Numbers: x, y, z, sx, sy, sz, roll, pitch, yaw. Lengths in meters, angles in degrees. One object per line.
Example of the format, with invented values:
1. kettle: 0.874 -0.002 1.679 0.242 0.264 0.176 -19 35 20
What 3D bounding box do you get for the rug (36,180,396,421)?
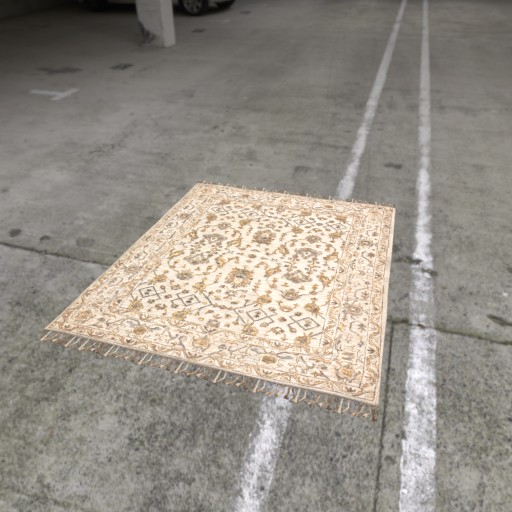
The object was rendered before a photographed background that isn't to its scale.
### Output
1. rug: 0.000 0.000 4.127 2.426 0.034 3.061 9 34 14
